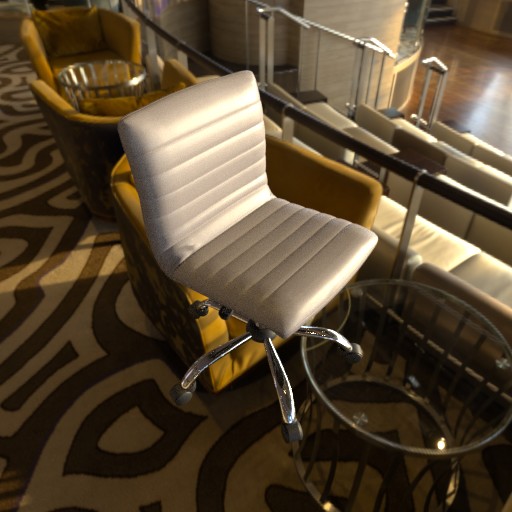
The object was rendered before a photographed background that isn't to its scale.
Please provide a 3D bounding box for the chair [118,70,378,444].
[{"bbox_3d":[0.000,0.000,1.104,0.542,0.750,0.569,27,46,29],"label":"chair"}]
